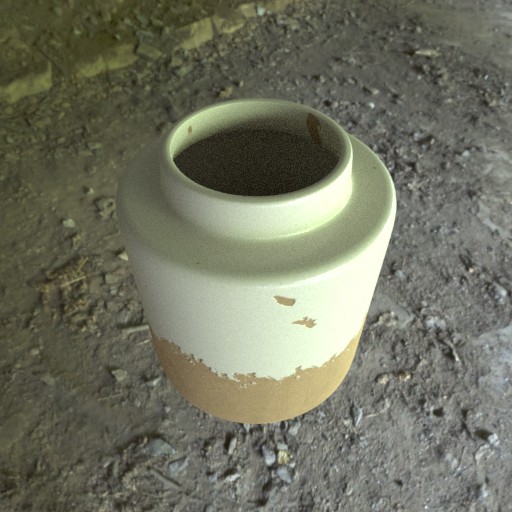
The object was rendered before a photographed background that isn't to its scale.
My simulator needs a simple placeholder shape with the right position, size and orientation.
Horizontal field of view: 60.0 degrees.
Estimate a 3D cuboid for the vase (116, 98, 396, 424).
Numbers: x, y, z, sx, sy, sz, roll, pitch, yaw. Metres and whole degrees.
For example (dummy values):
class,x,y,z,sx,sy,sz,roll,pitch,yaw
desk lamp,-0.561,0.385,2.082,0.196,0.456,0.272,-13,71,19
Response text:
class,x,y,z,sx,sy,sz,roll,pitch,yaw
vase,0.000,0.000,0.285,0.153,0.167,0.153,0,46,0
